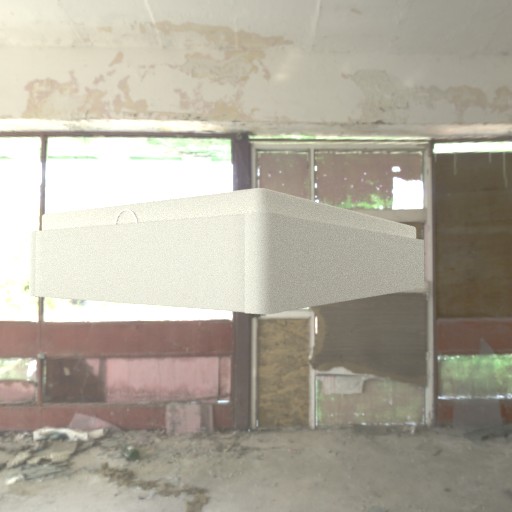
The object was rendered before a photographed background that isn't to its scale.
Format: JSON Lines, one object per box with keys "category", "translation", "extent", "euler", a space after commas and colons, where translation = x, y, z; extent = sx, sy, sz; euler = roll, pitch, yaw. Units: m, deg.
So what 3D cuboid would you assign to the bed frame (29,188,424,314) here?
{"category": "bed frame", "translation": [0.000, 0.000, 2.533], "extent": [1.400, 0.406, 1.900], "euler": [-1, -1, 35]}
